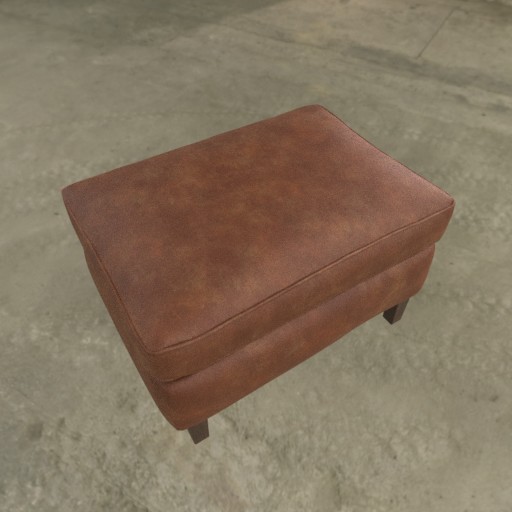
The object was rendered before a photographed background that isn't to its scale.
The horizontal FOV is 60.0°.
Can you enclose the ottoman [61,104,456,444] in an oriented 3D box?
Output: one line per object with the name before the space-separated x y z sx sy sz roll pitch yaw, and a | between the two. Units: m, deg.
ottoman | 0.000 0.000 0.997 0.665 0.418 0.501 -25 52 -21
